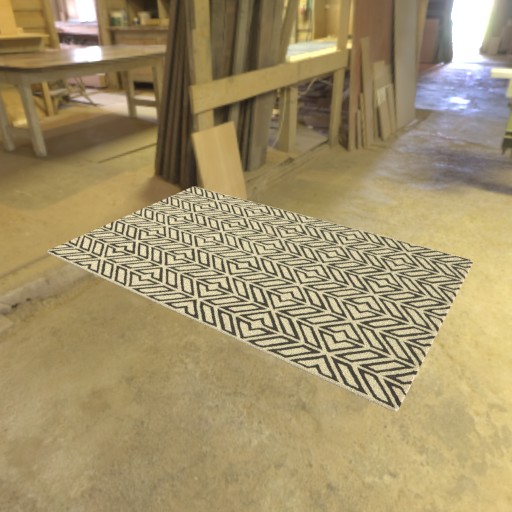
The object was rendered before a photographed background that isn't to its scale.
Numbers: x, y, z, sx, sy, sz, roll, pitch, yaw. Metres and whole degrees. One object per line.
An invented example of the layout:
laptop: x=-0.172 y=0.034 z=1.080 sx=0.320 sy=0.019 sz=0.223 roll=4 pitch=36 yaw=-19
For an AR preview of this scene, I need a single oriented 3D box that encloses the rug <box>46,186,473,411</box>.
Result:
rug: x=0.000 y=0.000 z=2.969 sx=2.438 sy=0.008 sz=1.523 roll=18 pitch=34 yaw=29
